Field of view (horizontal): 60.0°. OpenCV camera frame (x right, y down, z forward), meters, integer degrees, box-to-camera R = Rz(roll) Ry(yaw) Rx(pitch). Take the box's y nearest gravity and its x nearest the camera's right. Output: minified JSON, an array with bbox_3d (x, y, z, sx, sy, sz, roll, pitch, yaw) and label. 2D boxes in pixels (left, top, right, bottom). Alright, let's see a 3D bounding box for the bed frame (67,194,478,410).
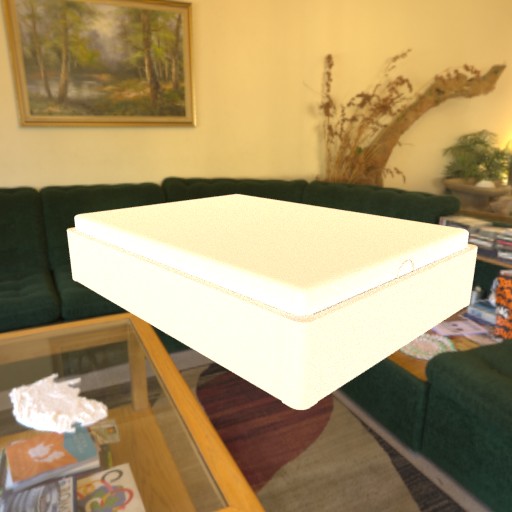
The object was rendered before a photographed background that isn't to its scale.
[{"bbox_3d":[0.000,0.000,2.523,1.400,0.406,1.900,-15,22,-42],"label":"bed frame"}]
